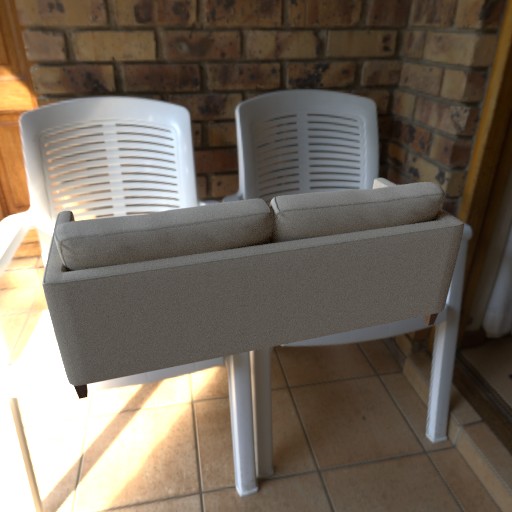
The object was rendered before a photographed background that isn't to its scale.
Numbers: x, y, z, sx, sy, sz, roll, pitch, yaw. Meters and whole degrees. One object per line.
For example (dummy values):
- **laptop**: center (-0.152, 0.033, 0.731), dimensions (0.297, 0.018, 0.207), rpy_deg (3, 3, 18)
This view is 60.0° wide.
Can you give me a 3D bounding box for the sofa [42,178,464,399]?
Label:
- **sofa**: center (0.000, 0.000, 2.849), dimensions (2.361, 0.968, 0.951), rpy_deg (-8, 29, -15)
